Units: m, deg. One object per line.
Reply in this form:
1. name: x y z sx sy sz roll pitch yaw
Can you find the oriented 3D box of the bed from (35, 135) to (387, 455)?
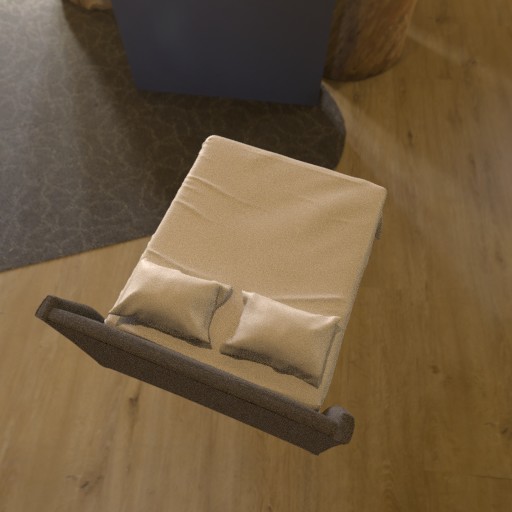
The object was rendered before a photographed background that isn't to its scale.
1. bed: 0.000 0.000 3.454 1.925 1.332 2.276 19 65 9
